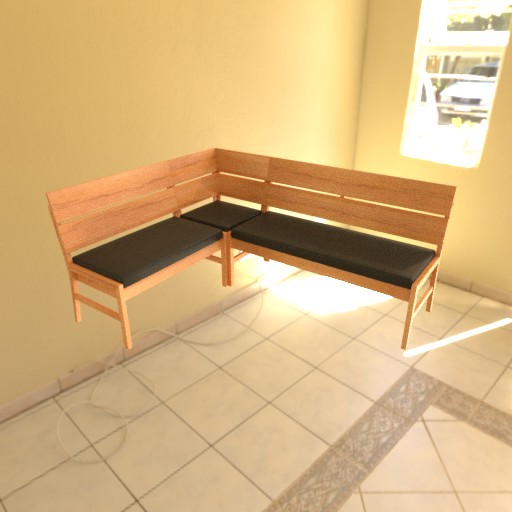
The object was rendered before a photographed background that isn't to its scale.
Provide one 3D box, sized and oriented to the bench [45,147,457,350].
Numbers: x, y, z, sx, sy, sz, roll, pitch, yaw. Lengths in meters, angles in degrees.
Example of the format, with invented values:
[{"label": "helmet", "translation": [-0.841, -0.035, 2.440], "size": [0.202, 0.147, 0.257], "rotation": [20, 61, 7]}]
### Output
[{"label": "bench", "translation": [0.000, 0.000, 2.859], "size": [1.948, 0.890, 1.548], "rotation": [17, 30, 31]}]
